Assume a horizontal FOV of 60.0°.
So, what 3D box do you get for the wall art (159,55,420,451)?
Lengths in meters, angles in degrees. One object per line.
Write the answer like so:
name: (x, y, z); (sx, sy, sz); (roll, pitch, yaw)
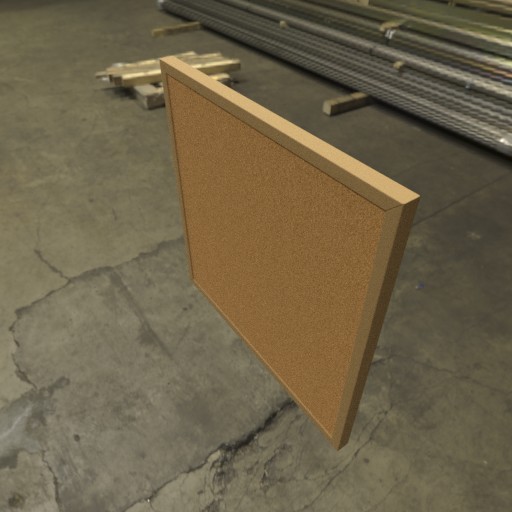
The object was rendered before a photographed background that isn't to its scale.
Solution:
wall art: (0.000, 0.000, 1.112); (0.037, 0.761, 0.761); (-25, 48, -26)
